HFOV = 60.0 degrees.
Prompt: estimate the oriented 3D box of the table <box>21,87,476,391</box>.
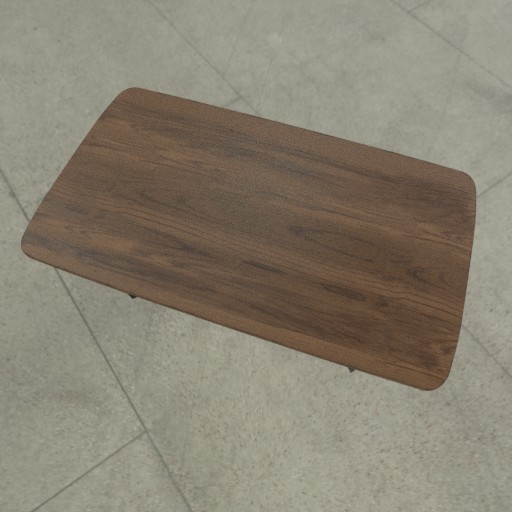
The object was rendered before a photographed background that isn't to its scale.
[{"bbox_3d":[0.000,0.000,2.079,1.643,0.765,0.949,17,64,9],"label":"table"}]
